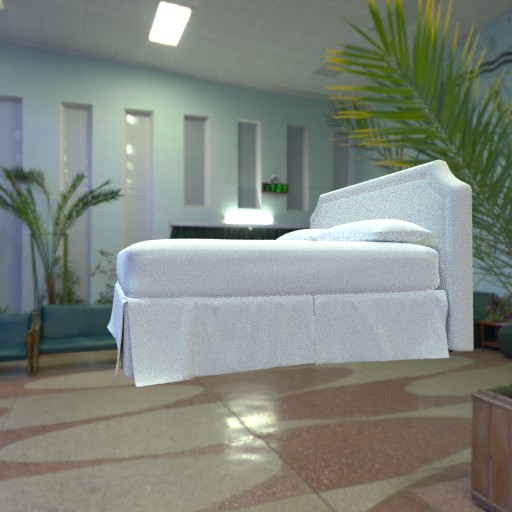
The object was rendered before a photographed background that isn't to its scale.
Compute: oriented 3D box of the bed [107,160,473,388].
[{"bbox_3d":[0.000,0.000,3.469,2.204,1.301,2.160,0,0,-19],"label":"bed"}]
